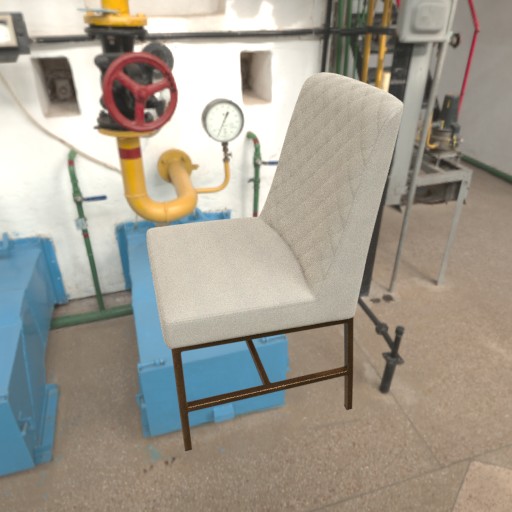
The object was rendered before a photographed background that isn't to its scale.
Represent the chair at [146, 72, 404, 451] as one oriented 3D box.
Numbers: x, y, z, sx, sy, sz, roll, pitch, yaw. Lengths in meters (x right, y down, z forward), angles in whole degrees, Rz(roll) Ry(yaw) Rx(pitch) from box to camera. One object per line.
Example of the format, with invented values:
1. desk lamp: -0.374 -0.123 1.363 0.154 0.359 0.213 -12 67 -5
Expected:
1. chair: 0.000 0.000 1.290 0.597 0.933 0.503 -9 32 -14
